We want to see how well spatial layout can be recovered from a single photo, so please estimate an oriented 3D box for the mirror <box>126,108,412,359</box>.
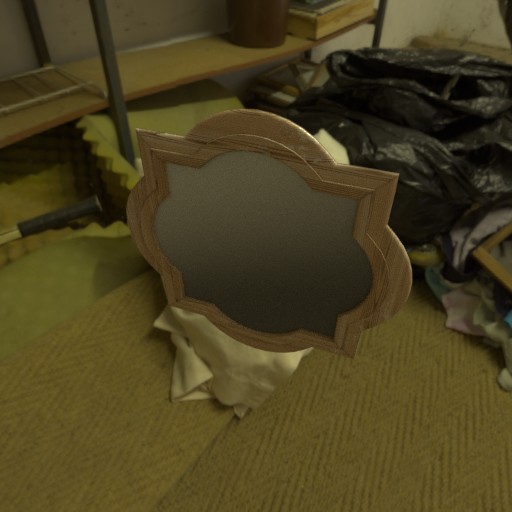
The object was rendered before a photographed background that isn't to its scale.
[{"bbox_3d":[0.000,0.000,1.045,0.686,0.686,0.019,14,43,15],"label":"mirror"}]
